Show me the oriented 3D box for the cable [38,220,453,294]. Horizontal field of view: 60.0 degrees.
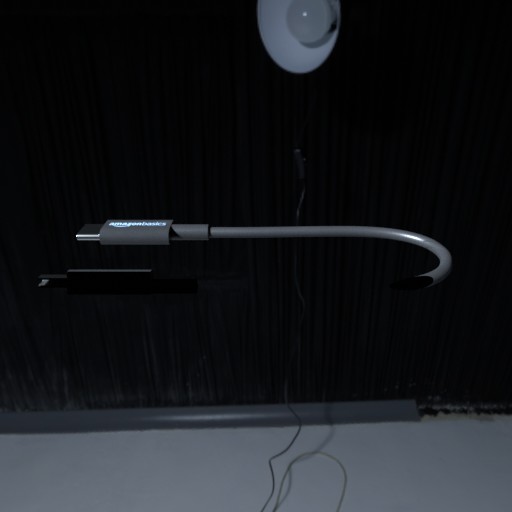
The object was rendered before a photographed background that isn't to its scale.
[{"bbox_3d":[0.000,0.000,0.112,0.098,0.005,0.041,0,27,0],"label":"cable"}]
